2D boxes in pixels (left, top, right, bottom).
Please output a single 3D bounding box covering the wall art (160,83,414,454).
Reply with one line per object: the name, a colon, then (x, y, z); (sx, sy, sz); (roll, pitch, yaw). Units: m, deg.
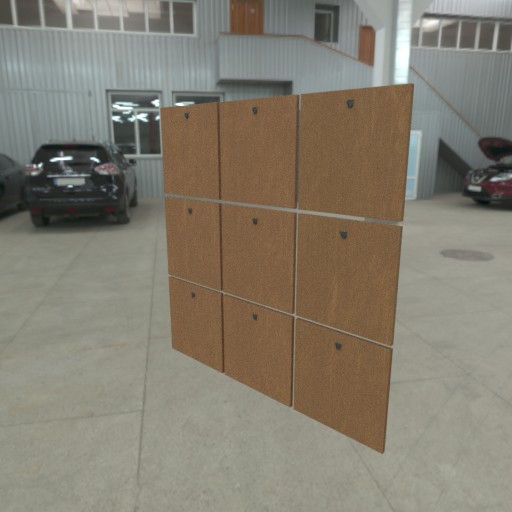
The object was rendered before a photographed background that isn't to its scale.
wall art: (0.000, 0.000, 1.357); (0.915, 0.913, 0.018); (13, 19, 42)
